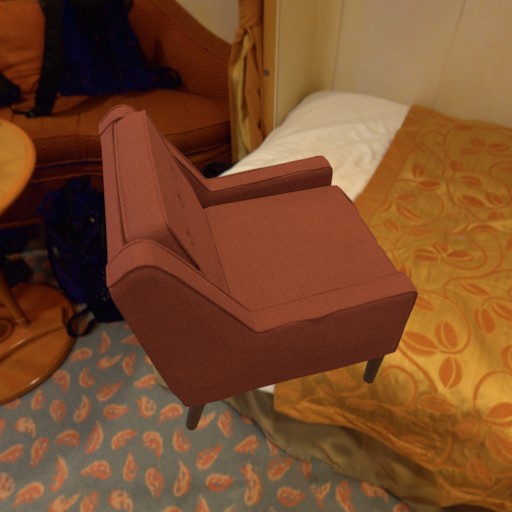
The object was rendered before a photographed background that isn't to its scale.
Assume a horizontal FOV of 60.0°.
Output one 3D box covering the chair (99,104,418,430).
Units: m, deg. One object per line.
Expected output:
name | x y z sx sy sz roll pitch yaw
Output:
chair | 0.000 0.000 1.373 0.770 0.812 0.680 -11 46 -11
